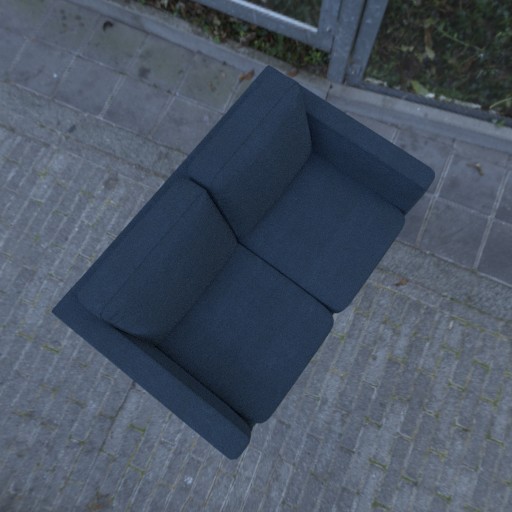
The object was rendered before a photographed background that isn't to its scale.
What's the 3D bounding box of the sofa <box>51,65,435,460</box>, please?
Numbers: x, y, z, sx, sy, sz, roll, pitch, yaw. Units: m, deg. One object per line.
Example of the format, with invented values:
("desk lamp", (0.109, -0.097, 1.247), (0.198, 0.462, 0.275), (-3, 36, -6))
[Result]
("sofa", (0.000, 0.000, 2.148), (0.999, 0.930, 1.518), (36, 77, 9))
